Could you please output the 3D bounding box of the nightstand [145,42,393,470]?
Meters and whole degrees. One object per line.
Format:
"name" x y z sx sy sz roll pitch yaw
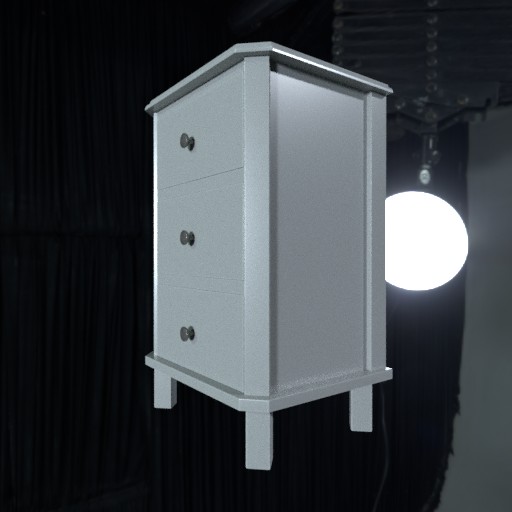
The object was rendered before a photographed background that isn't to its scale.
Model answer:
"nightstand" 0.000 0.000 0.942 0.348 0.680 0.435 0 0 -37
